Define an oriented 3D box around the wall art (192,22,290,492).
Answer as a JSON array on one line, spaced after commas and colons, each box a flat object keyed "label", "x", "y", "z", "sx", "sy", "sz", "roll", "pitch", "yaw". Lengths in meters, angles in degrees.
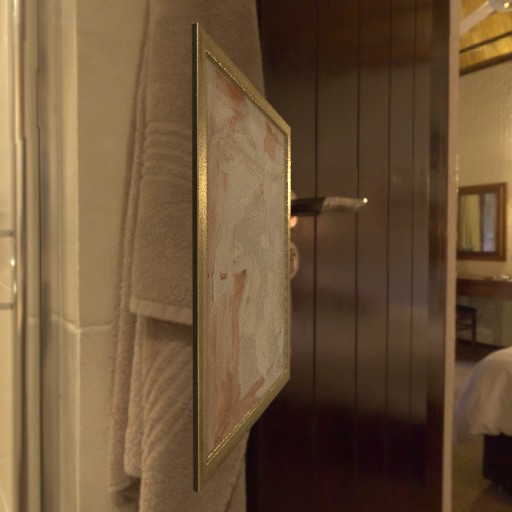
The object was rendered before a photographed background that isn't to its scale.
[{"label": "wall art", "x": 0.000, "y": 0.000, "z": 0.757, "sx": 0.009, "sy": 0.559, "sz": 0.483, "roll": 0, "pitch": 1, "yaw": 17}]
